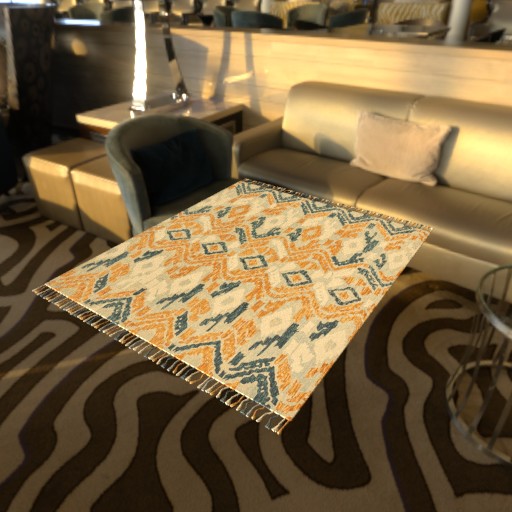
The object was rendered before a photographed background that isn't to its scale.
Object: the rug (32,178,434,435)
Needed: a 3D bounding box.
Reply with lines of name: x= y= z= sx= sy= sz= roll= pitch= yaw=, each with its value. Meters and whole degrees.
rug: x=0.000 y=0.000 z=4.165 sx=2.439 sy=0.010 sz=3.048 roll=20 pitch=37 yaw=29
